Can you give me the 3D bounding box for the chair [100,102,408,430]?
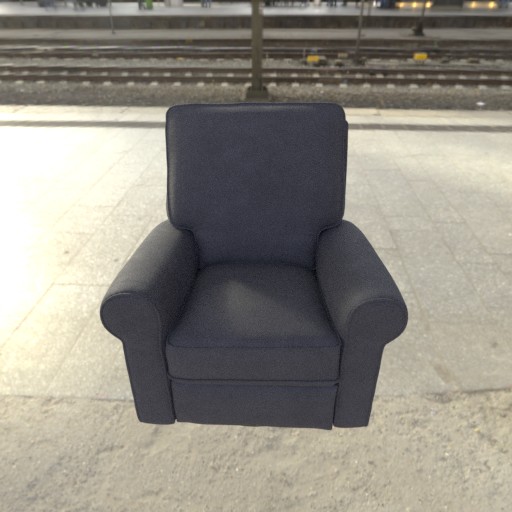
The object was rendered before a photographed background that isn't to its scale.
[{"bbox_3d":[0.000,0.000,1.624,0.890,0.961,0.878,1,32,1],"label":"chair"}]
